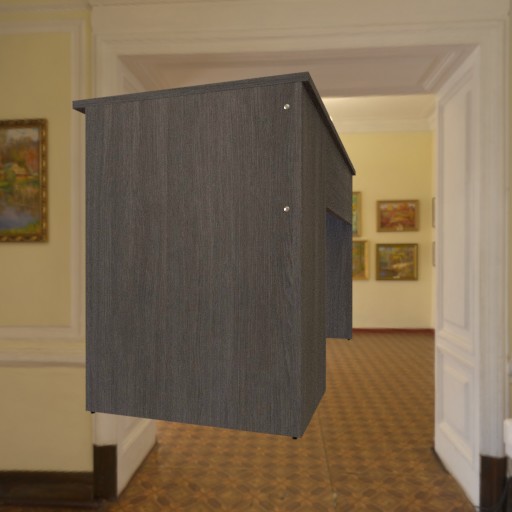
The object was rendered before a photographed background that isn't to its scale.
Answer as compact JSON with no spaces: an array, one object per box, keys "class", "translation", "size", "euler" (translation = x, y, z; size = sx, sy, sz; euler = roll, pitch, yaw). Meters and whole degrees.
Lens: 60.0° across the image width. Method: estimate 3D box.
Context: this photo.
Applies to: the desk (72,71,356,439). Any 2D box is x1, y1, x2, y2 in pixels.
[{"class":"desk","translation":[0.000,0.000,1.478],"size":[0.560,0.730,1.096],"euler":[0,0,17]}]
